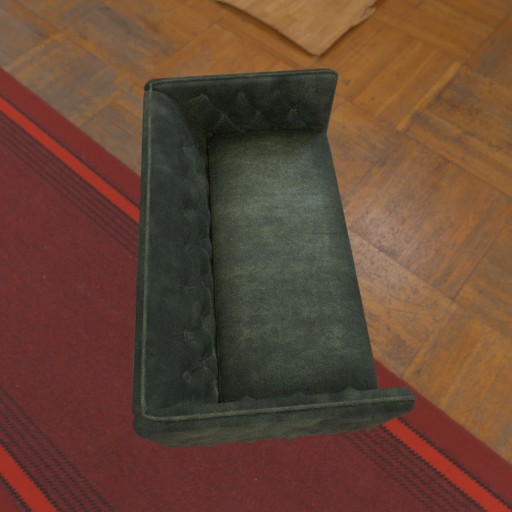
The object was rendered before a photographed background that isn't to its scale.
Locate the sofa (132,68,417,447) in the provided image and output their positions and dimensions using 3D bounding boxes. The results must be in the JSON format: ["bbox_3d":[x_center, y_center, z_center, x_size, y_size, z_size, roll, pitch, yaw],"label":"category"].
[{"bbox_3d":[0.000,0.000,2.011,0.895,0.768,1.537,-4,63,-2],"label":"sofa"}]
